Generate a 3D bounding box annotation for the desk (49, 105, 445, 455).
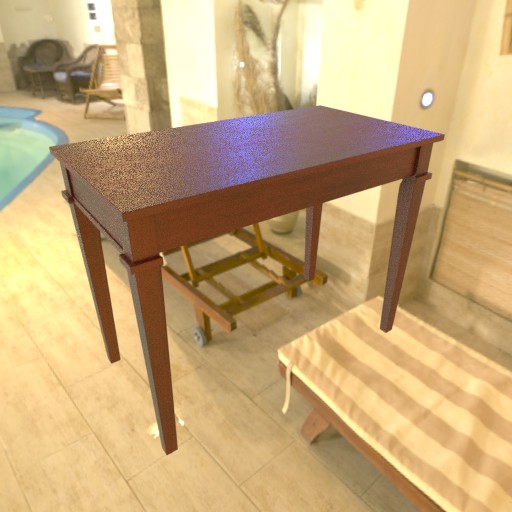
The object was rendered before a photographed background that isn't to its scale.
[{"bbox_3d":[0.000,0.000,1.457,1.001,0.762,0.549,-19,35,-30],"label":"desk"}]
